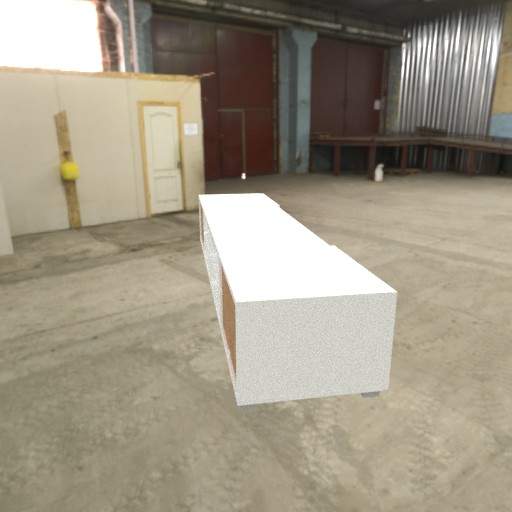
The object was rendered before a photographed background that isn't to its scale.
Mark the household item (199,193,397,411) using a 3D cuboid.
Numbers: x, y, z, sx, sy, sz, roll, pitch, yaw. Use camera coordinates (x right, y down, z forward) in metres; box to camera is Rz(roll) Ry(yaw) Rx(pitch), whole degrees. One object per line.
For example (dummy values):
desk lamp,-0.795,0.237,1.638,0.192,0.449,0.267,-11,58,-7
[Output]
household item,0.000,0.000,2.028,0.420,0.310,1.850,-3,16,-10
